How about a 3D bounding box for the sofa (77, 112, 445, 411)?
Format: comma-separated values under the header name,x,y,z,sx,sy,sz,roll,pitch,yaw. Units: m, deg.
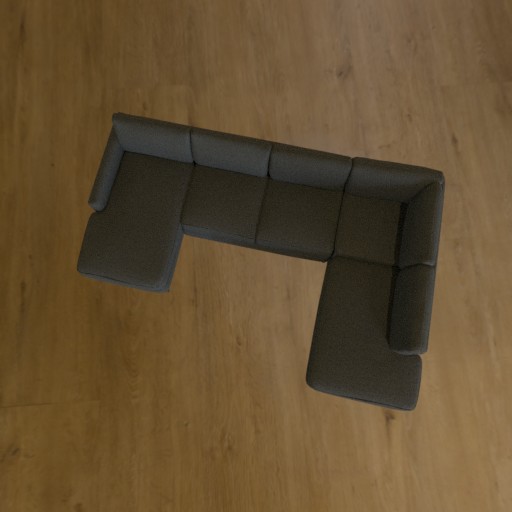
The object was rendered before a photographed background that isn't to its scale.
name,x,y,z,sx,sy,sz,roll,pitch,yaw
sofa,0.000,0.000,3.791,2.975,0.858,1.984,12,76,3
